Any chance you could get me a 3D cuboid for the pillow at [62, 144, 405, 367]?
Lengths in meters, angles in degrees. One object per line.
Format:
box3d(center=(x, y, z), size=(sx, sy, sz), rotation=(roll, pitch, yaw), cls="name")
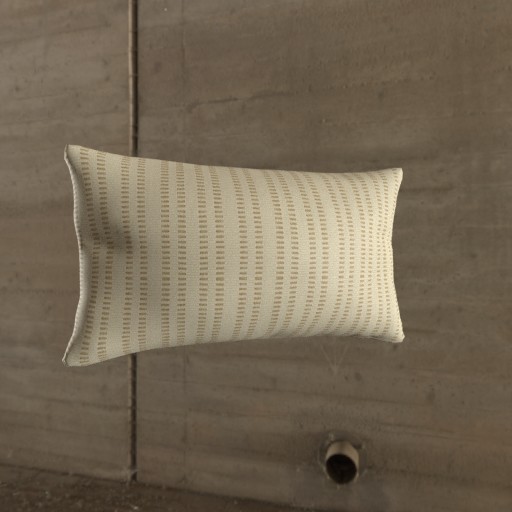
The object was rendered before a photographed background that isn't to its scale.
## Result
box3d(center=(0.000, 0.000, 0.792), size=(0.640, 0.353, 0.210), rotation=(0, 0, -19), cls="pillow")
